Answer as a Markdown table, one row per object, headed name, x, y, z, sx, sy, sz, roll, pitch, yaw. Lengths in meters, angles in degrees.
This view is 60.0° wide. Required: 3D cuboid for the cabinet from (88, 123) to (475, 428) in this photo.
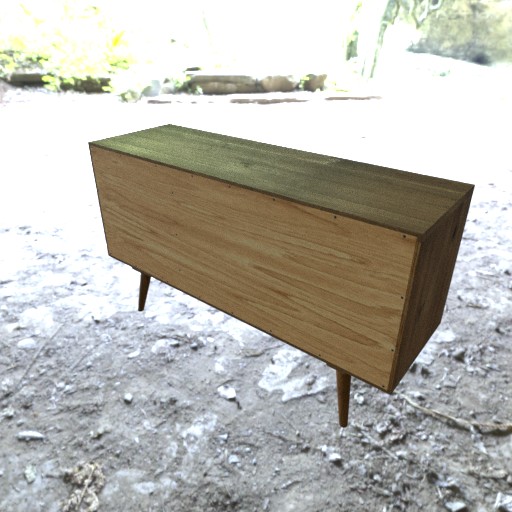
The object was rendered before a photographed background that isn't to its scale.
| name | x | y | z | sx | sy | sz | roll | pitch | yaw |
| --- | --- | --- | --- | --- | --- | --- | --- | --- | --- |
| cabinet | 0.000 | 0.000 | 1.802 | 1.400 | 0.800 | 0.472 | 21 | 35 | 33 |
